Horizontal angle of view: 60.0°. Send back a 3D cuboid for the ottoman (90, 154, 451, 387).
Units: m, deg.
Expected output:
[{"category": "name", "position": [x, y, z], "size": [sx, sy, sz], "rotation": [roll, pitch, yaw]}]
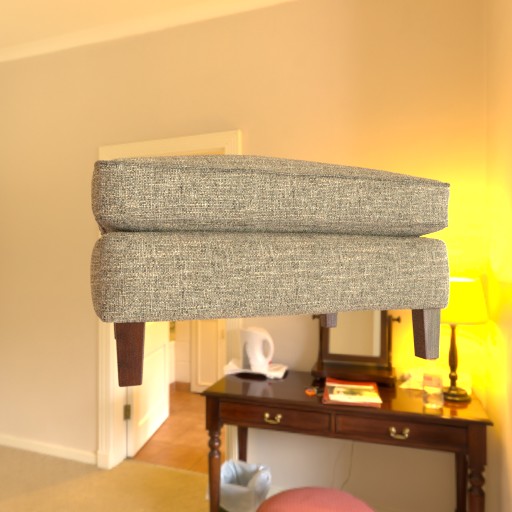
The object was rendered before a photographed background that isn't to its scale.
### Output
[{"category": "ottoman", "position": [0.000, 0.000, 0.989], "size": [0.686, 0.406, 0.508], "rotation": [0, 0, -18]}]
